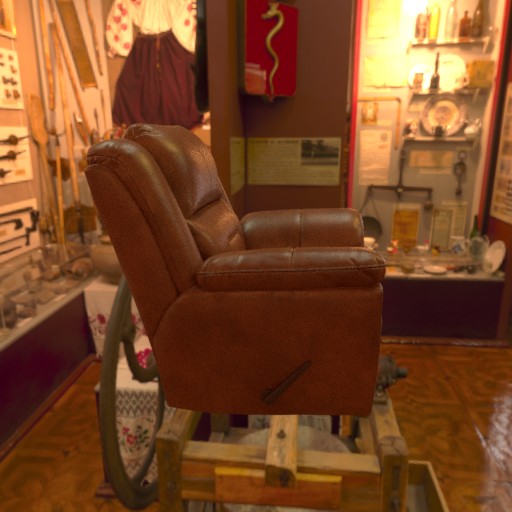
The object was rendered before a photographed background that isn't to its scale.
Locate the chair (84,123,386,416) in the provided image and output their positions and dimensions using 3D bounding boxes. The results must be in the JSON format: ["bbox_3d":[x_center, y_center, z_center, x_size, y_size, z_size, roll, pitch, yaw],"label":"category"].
[{"bbox_3d":[0.000,0.000,1.916,1.041,1.093,0.990,2,16,7],"label":"chair"}]
